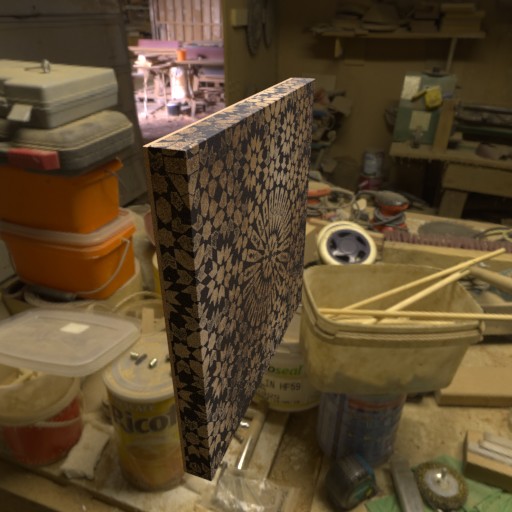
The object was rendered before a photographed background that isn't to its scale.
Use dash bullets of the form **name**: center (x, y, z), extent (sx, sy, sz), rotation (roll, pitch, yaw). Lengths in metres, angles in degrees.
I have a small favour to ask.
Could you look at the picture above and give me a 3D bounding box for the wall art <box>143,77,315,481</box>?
- **wall art**: center (0.000, 0.000, 0.606), extent (0.038, 0.405, 0.405), rotation (11, 31, 18)
